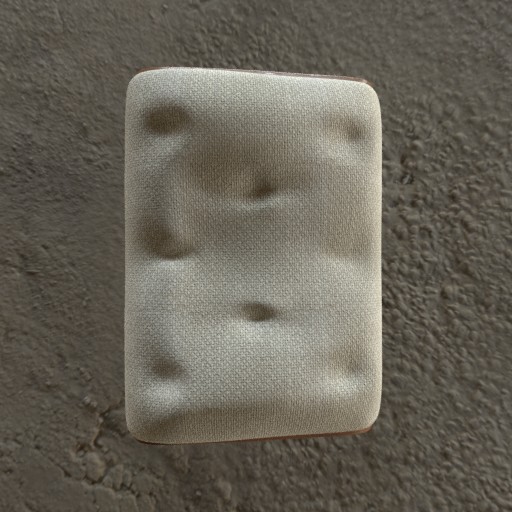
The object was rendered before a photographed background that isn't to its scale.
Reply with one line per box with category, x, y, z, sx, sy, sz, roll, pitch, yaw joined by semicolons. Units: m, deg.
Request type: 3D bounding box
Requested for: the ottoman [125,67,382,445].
ottoman;0.000;0.000;0.775;0.394;0.391;0.520;0;90;1
